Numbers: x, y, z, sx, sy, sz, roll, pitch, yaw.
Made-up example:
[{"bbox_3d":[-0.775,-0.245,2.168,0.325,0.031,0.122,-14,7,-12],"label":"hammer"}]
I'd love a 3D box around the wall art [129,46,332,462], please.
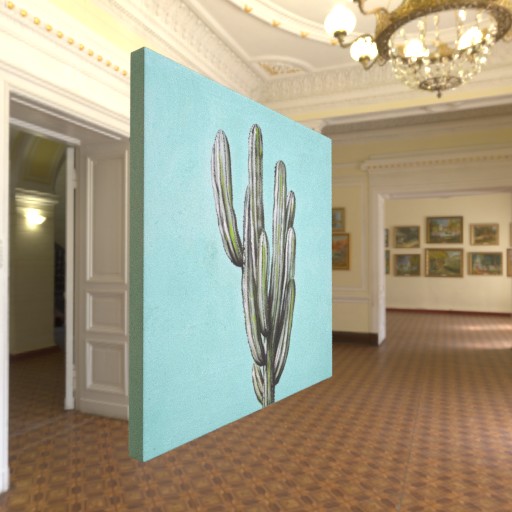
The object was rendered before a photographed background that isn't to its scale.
[{"bbox_3d":[0.000,0.000,1.588,0.070,1.073,1.071,-1,-1,36],"label":"wall art"}]
